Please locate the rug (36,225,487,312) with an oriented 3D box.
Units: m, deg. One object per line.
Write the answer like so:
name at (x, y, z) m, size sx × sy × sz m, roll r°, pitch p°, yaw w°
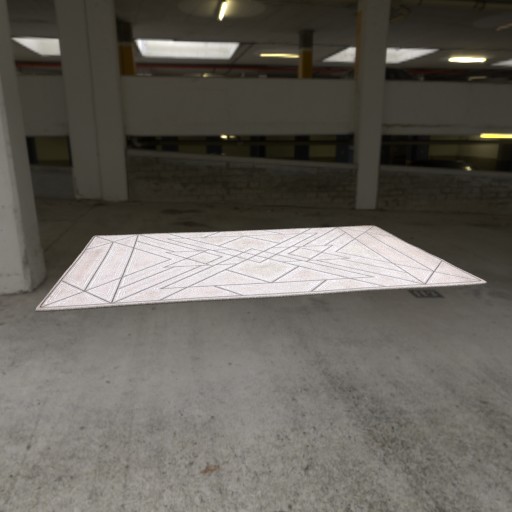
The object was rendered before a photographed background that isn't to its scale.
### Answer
rug at (0.000, 0.000, 3.107) m, size 2.459 × 0.023 × 1.575 m, roll -3°, pitch 16°, yaw -9°
